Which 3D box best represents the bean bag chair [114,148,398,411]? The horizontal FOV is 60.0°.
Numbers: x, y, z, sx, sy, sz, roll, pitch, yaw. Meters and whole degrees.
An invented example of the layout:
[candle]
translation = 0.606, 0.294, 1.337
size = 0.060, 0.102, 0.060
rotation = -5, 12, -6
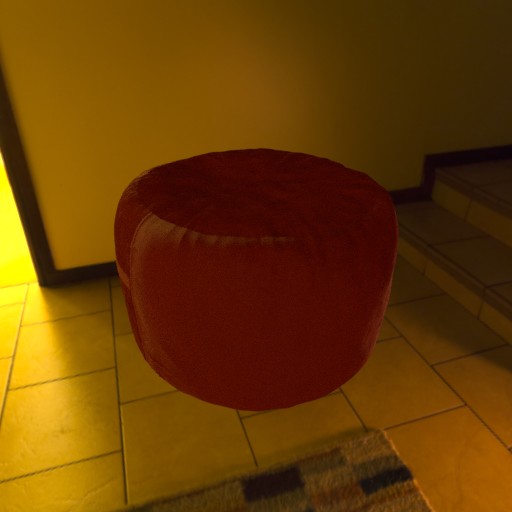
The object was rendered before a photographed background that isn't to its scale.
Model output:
[bean bag chair]
translation = 0.000, 0.000, 2.037
size = 1.219, 0.762, 1.219
rotation = 0, 30, 0
